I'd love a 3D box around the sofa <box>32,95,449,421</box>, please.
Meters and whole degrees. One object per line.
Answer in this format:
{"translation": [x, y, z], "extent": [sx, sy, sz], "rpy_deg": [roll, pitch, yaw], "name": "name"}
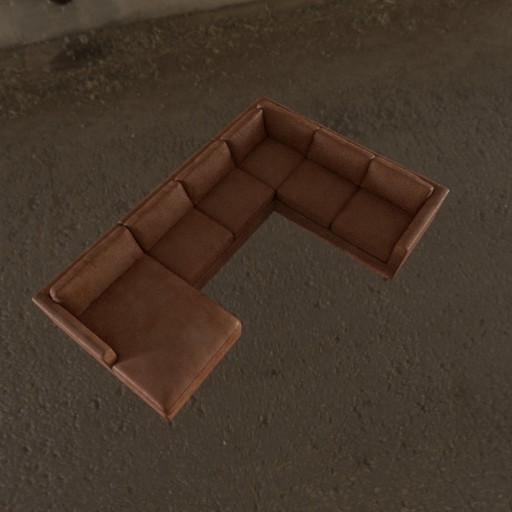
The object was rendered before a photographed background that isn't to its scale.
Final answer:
{"translation": [0.000, 0.000, 4.485], "extent": [2.430, 0.832, 3.401], "rpy_deg": [33, 64, 18], "name": "sofa"}
